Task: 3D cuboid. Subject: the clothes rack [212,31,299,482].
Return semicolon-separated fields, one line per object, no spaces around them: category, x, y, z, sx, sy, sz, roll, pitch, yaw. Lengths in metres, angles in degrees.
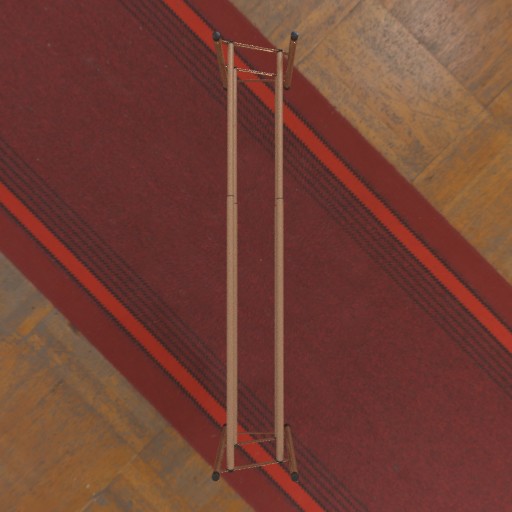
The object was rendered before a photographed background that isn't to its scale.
clothes rack;0.000;0.000;1.319;0.229;0.349;1.168;0;89;1
